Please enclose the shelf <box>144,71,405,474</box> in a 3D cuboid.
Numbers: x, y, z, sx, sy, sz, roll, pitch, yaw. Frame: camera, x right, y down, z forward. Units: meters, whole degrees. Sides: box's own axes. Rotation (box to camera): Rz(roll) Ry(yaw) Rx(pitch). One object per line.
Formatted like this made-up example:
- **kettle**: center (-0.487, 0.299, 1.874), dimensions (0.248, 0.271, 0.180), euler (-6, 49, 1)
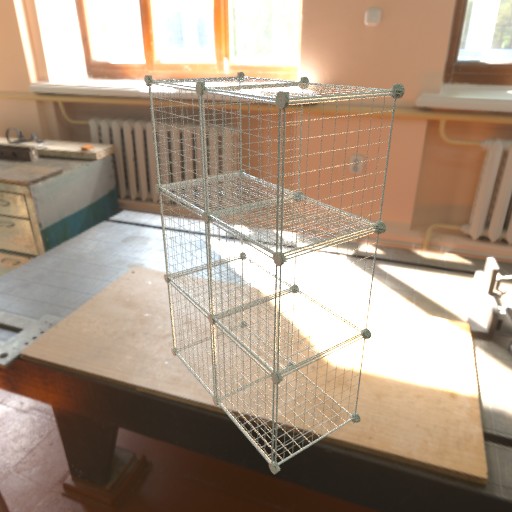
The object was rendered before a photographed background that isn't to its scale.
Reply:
- **shelf**: center (0.000, 0.000, 1.434), dimensions (0.356, 1.067, 0.711), euler (-17, 30, -31)
